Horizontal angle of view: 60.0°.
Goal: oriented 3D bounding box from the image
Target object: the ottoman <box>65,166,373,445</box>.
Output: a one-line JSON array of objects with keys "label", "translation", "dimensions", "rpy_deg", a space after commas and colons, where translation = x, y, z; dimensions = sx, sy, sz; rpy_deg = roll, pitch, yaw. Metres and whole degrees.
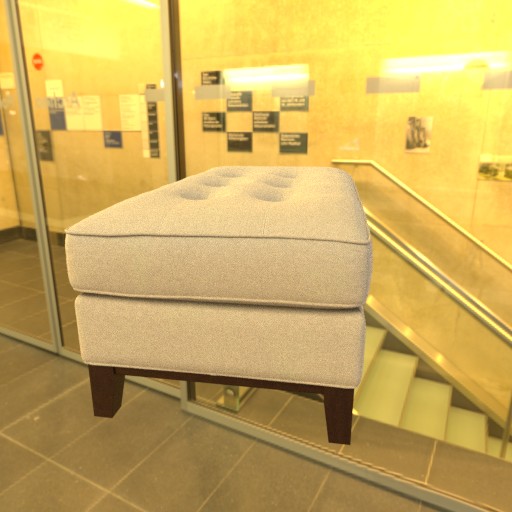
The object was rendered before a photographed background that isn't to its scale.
[{"label": "ottoman", "translation": [0.000, 0.000, 1.453], "dimensions": [0.648, 0.508, 1.143], "rpy_deg": [3, 17, 9]}]
